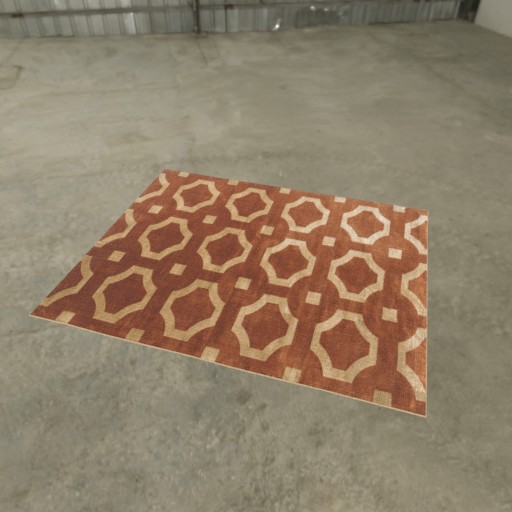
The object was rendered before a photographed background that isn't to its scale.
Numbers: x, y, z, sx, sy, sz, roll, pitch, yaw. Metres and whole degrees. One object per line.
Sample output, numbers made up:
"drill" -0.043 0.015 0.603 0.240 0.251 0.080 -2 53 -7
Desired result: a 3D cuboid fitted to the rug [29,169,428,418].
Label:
"rug" 0.000 0.000 4.108 3.049 0.021 2.466 11 41 13
